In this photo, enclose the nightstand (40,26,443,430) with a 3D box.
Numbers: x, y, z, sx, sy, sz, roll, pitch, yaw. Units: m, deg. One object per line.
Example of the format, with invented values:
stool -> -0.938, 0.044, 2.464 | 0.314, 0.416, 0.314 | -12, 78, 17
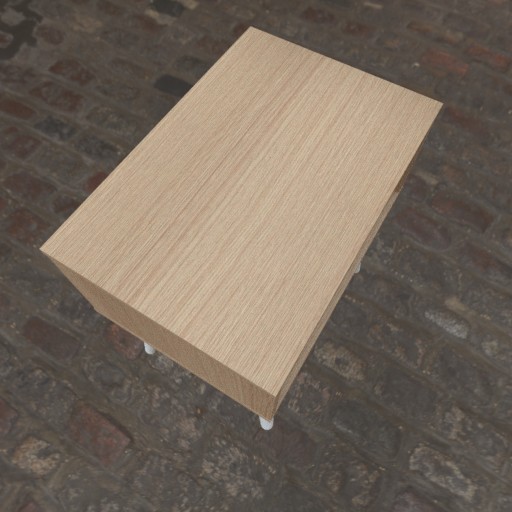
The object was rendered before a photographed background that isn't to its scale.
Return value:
nightstand -> 0.000, 0.000, 0.969 | 0.407, 0.610, 0.571 | 29, 66, 14
